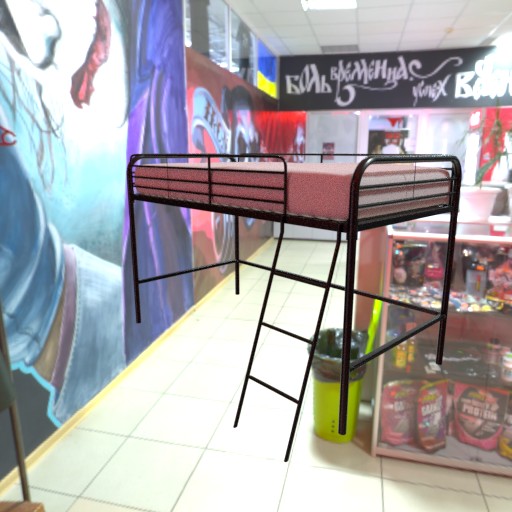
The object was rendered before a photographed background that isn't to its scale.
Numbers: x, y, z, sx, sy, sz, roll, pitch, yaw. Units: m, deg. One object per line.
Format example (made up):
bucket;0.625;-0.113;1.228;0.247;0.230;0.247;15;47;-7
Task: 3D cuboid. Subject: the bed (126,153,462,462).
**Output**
bed;0.000;0.000;2.873;1.393;1.289;1.968;-12;18;-42
